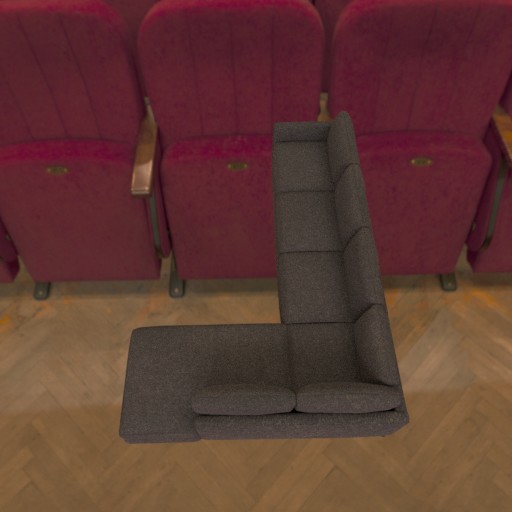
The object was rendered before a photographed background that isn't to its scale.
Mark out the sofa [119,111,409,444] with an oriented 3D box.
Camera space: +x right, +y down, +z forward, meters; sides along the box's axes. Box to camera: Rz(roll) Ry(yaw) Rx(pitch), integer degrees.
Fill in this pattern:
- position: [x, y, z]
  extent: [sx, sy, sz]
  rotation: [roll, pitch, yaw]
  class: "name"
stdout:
- position: [0.000, 0.000, 3.857]
  extent: [2.007, 0.815, 2.949]
  rotation: [-1, 59, -1]
  class: "sofa"
